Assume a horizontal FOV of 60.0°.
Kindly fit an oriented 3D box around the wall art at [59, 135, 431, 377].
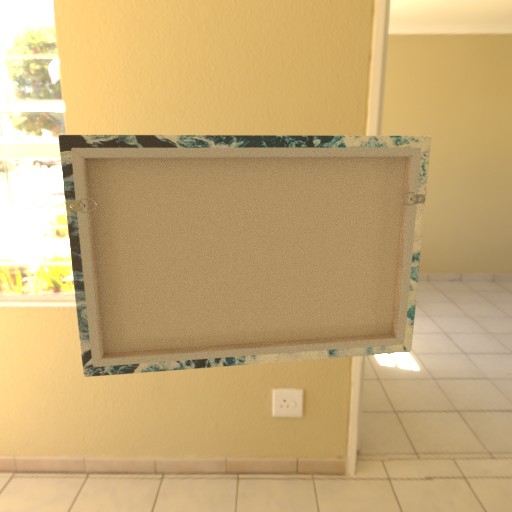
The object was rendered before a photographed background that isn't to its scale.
[{"bbox_3d":[0.000,0.000,1.937,1.524,1.017,0.055,-2,14,-9],"label":"wall art"}]
